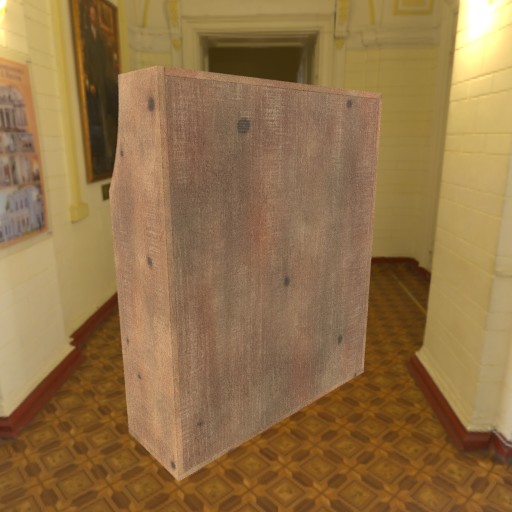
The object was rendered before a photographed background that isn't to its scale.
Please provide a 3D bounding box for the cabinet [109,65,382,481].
[{"bbox_3d":[0.000,0.000,0.828,0.489,0.590,0.184,-13,19,-41],"label":"cabinet"}]
